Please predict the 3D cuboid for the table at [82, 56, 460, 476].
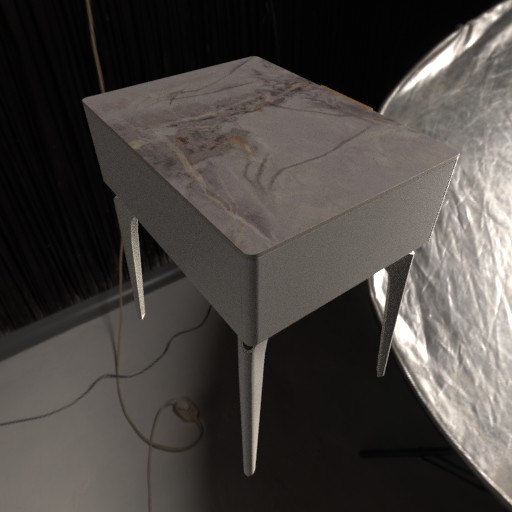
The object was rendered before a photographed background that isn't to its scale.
[{"bbox_3d":[0.000,0.000,0.890,0.400,0.570,0.500,-26,49,-26],"label":"table"}]
